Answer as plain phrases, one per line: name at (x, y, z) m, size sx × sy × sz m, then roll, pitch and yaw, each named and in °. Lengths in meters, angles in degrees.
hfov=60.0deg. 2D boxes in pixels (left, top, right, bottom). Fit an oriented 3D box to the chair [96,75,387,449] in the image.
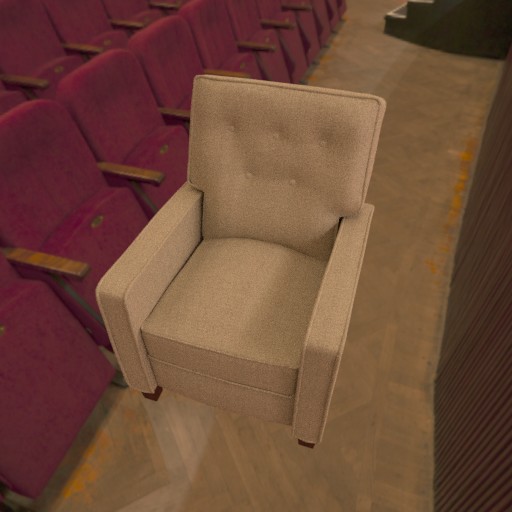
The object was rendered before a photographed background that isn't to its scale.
chair at (0.000, 0.000, 1.391) m, size 0.648 × 0.888 × 0.754 m, roll 12°, pitch 43°, yaw 13°
